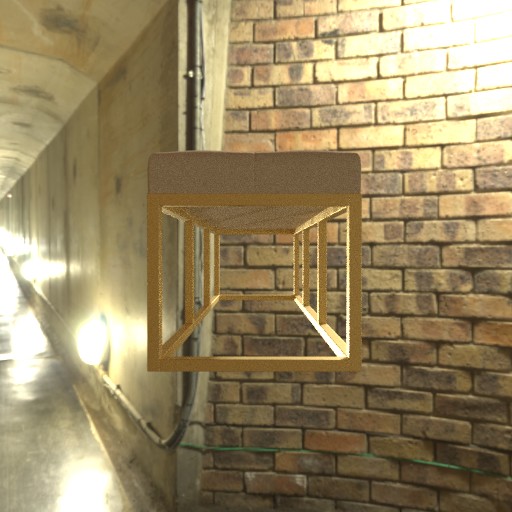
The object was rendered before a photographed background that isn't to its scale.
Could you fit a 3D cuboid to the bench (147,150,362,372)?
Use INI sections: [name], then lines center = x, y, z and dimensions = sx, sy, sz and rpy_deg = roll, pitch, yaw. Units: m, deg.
[bench]
center = 0.000, 0.000, 1.676
dimensions = 0.457, 0.484, 1.473
rpy_deg = 0, 0, 0
